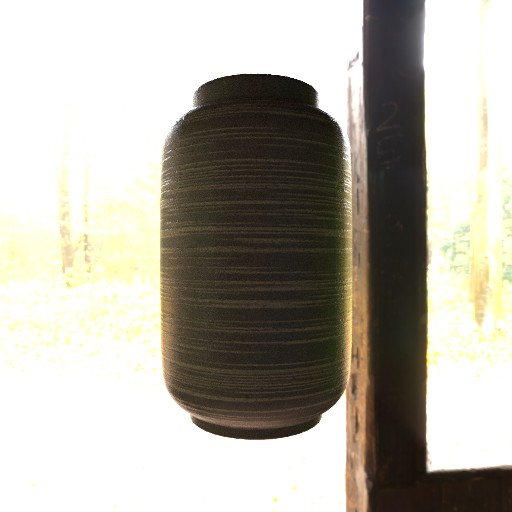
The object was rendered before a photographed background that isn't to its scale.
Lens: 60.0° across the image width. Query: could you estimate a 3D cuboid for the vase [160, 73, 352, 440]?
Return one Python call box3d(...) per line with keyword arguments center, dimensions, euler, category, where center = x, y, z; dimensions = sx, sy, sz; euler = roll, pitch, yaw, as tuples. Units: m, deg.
box3d(center=(0.000, 0.000, 0.699), dimensions=(0.297, 0.499, 0.297), euler=(0, 0, 0), category="vase")
